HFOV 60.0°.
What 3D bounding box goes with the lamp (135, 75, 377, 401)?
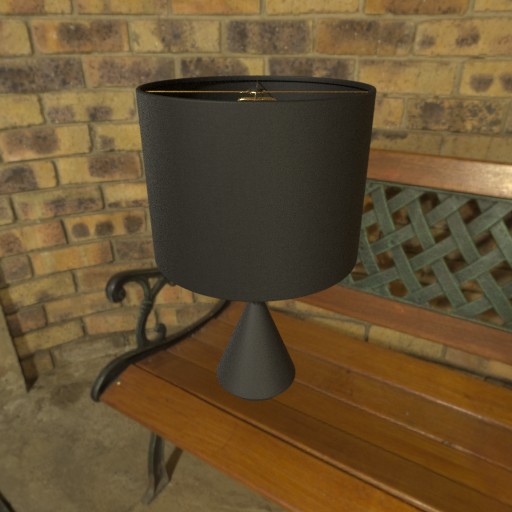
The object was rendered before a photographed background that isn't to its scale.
[{"bbox_3d":[0.000,0.000,0.809,0.359,0.584,0.359,1,27,1],"label":"lamp"}]
